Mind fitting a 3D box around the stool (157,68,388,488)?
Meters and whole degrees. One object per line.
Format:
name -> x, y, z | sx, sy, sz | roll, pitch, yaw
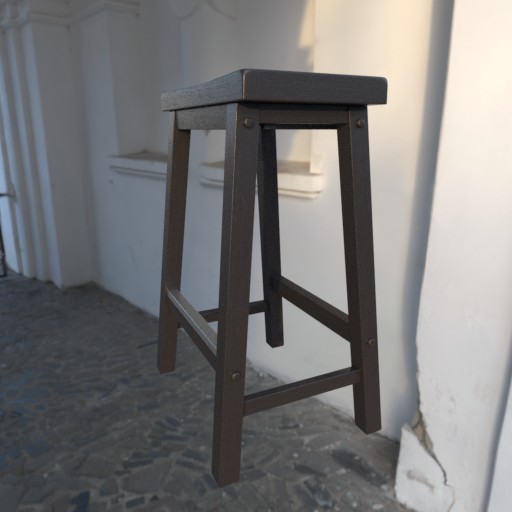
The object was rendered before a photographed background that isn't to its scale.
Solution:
stool -> 0.000, 0.000, 0.847 | 0.322, 0.610, 0.406 | -8, 18, -25
